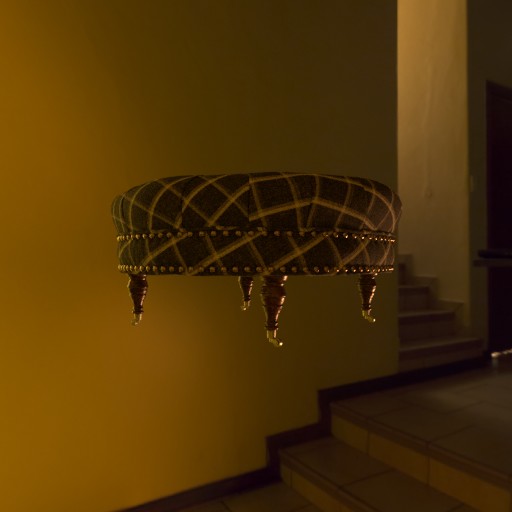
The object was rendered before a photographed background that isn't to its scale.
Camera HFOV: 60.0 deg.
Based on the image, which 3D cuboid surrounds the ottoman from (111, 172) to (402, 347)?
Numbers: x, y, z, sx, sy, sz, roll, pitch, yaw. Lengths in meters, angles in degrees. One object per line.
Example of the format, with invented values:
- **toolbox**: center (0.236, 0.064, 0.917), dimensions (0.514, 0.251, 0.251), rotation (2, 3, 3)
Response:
- **ottoman**: center (0.000, 0.000, 1.431), dimensions (0.901, 0.439, 0.901), rotation (0, -1, 0)
